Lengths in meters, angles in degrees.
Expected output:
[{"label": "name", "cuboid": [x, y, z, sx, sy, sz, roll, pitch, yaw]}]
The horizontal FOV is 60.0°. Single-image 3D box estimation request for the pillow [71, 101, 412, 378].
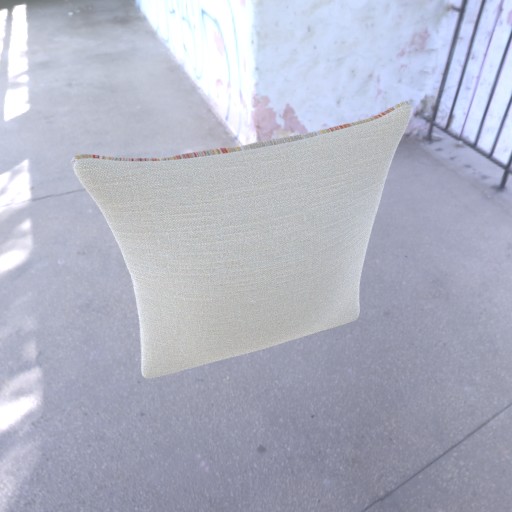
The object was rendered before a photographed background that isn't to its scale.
[{"label": "pillow", "cuboid": [0.000, 0.000, 0.708, 0.451, 0.449, 0.191, -13, 43, -14]}]
